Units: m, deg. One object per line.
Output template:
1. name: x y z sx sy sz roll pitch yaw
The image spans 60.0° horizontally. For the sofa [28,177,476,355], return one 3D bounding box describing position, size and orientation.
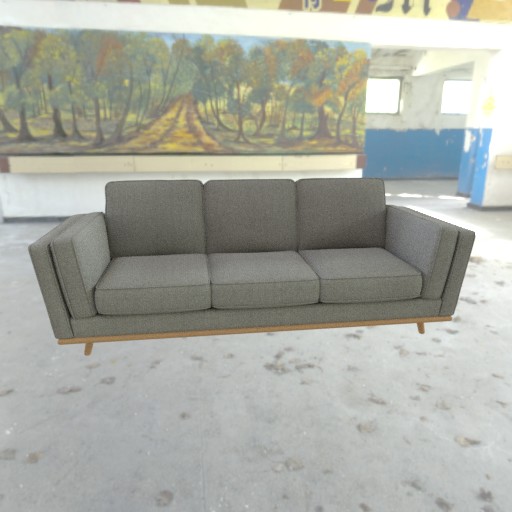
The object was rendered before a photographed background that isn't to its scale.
1. sofa: 0.000 0.000 2.769 2.362 0.899 0.903 -2 16 -8
